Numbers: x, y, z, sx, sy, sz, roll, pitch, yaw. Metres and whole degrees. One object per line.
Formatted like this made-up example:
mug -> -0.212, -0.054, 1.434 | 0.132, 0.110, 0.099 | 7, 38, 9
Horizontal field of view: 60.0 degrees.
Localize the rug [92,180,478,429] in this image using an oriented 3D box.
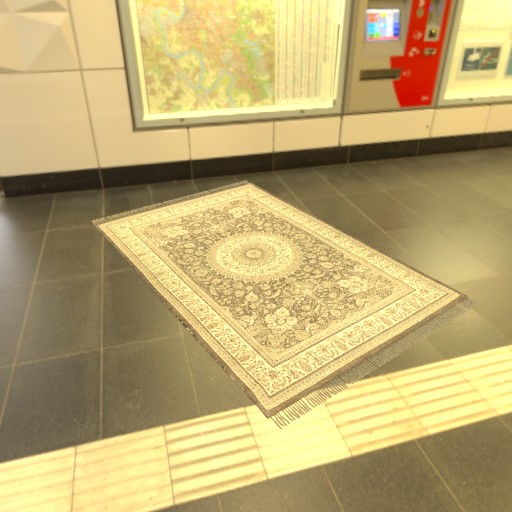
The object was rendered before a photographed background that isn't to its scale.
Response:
rug -> 0.000, 0.000, 4.336 | 2.143, 0.015, 3.422 | -20, 36, -30
